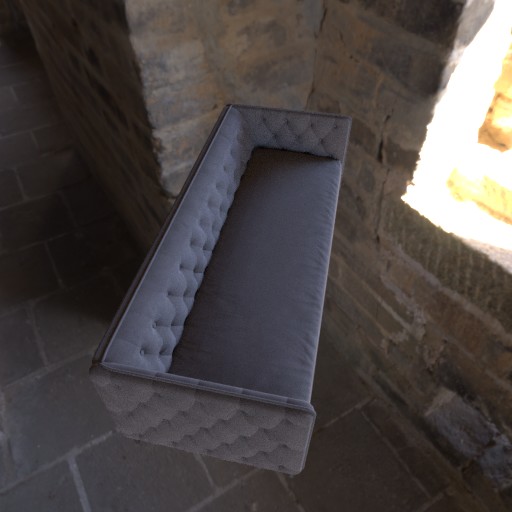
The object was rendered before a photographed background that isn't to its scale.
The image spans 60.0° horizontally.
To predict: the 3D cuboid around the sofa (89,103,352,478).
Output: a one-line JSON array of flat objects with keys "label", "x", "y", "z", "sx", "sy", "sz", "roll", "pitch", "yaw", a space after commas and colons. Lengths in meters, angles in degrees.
[{"label": "sofa", "x": 0.000, "y": 0.000, "z": 2.623, "sx": 0.895, "sy": 0.771, "sz": 2.209, "roll": 9, "pitch": 47, "yaw": 8}]
